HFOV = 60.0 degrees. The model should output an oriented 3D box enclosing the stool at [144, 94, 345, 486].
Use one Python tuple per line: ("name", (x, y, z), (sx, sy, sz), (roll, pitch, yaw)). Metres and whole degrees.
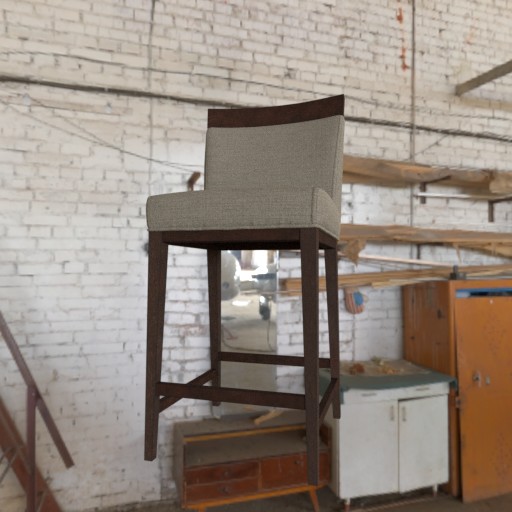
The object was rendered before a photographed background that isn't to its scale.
("stool", (0.000, 0.000, 1.391), (0.511, 1.117, 0.531), (0, -1, 17))
